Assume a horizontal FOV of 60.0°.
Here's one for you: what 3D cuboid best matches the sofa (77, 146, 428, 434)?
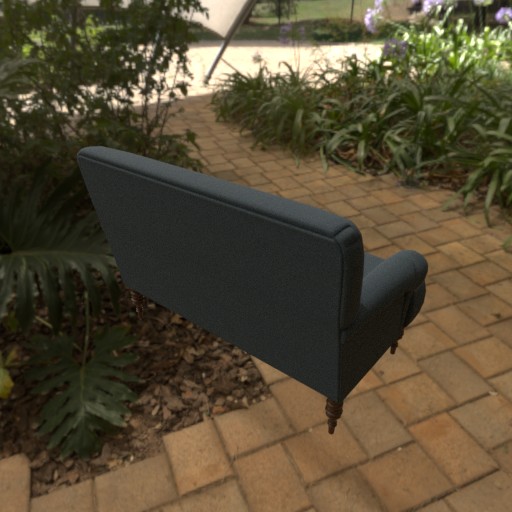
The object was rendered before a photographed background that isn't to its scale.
[{"bbox_3d":[0.000,0.000,1.849,1.297,0.889,0.779,22,36,33],"label":"sofa"}]
